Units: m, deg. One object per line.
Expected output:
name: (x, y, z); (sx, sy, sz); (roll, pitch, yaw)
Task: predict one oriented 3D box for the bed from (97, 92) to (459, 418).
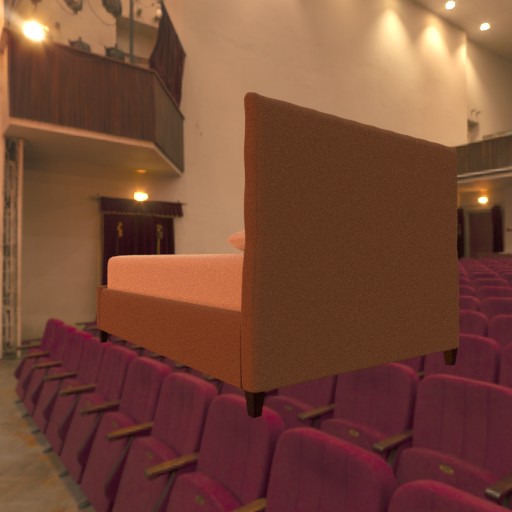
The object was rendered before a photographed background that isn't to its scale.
bed: (0.000, 0.000, 3.294); (1.696, 1.426, 2.233); (0, 0, -36)
